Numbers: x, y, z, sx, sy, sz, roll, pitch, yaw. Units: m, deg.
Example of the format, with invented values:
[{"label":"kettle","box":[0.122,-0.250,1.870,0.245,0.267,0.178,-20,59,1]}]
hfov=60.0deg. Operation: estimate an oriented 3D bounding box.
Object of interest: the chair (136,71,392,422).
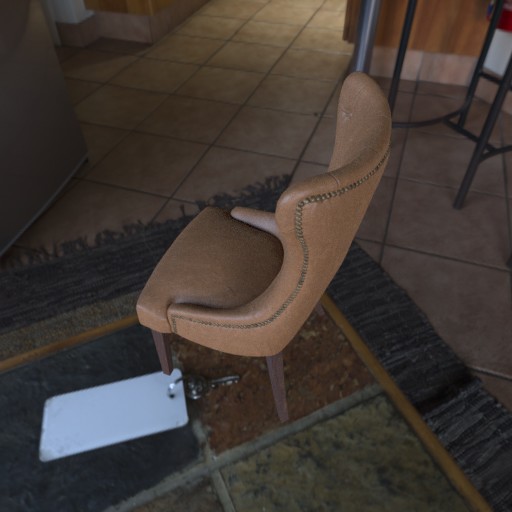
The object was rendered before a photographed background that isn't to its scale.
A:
[{"label":"chair","box":[0.000,0.000,1.456,0.669,1.065,0.611,15,48,14]}]
